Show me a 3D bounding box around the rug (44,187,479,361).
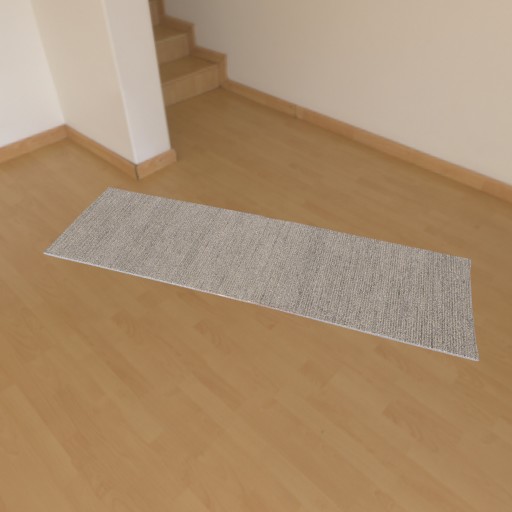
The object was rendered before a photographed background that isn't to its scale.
[{"bbox_3d":[0.000,0.000,2.484,2.320,0.032,0.692,12,44,13],"label":"rug"}]
